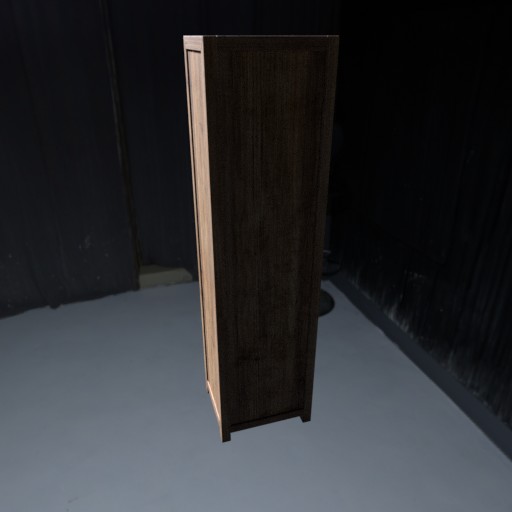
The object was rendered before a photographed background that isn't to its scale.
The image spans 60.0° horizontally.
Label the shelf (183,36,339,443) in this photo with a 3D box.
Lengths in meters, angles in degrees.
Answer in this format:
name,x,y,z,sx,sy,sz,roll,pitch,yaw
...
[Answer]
name,x,y,z,sx,sy,sz,roll,pitch,yaw
shelf,0.000,0.000,2.137,0.500,1.900,0.428,-8,27,-15
